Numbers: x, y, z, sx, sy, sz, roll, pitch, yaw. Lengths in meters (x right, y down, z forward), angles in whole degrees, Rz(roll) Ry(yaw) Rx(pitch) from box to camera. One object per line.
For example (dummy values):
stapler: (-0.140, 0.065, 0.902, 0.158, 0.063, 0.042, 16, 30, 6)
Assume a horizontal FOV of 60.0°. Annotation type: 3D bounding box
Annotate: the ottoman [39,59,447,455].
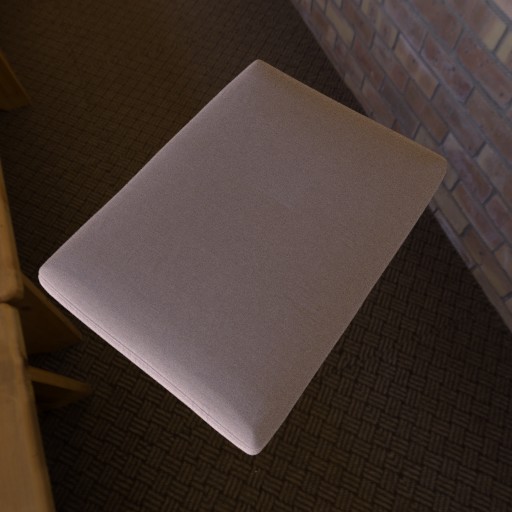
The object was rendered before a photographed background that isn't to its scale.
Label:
ottoman: (0.000, 0.000, 1.125, 0.569, 0.500, 0.771, 34, 69, 15)
